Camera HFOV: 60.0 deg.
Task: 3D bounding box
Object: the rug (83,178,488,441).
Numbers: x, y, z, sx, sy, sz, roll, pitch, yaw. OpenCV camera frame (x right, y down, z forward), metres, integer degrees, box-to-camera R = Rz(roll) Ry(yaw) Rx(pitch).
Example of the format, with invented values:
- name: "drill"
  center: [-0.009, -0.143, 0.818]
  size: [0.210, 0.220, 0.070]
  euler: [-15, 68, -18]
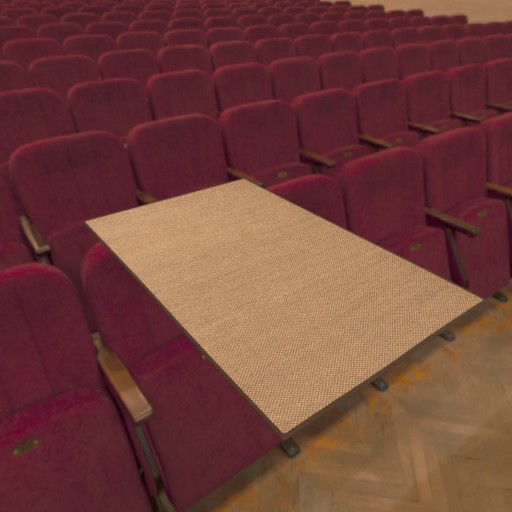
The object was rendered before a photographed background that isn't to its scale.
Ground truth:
- name: "rug"
  center: [0.000, 0.000, 2.064]
  size: [1.067, 0.013, 1.676]
  euler: [-21, 37, -31]
